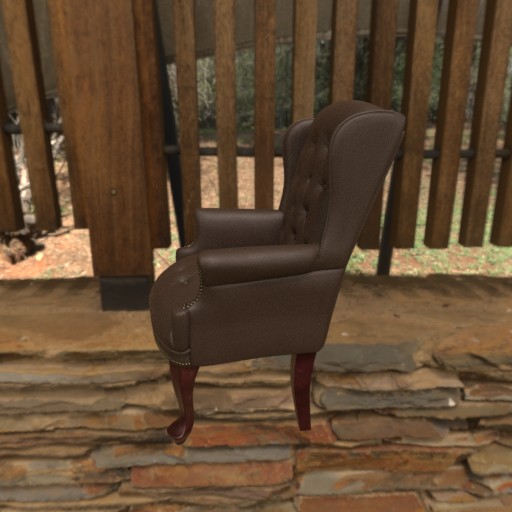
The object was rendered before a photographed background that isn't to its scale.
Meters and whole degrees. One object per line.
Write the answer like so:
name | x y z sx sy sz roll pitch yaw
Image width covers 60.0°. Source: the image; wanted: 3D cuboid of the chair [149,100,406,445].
chair | 0.000 0.000 1.697 0.819 1.132 0.829 -2 16 -8
